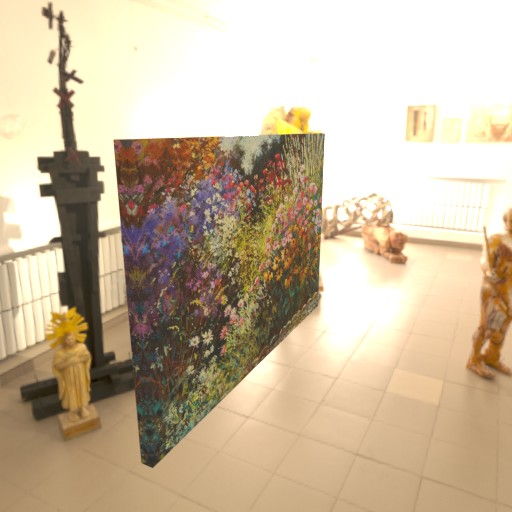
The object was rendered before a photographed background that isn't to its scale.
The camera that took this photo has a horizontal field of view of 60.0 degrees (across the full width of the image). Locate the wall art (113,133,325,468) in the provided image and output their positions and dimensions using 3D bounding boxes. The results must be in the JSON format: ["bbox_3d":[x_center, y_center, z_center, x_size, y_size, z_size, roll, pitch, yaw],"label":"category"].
[{"bbox_3d":[0.000,0.000,1.444,0.042,0.760,1.136,8,18,27],"label":"wall art"}]
